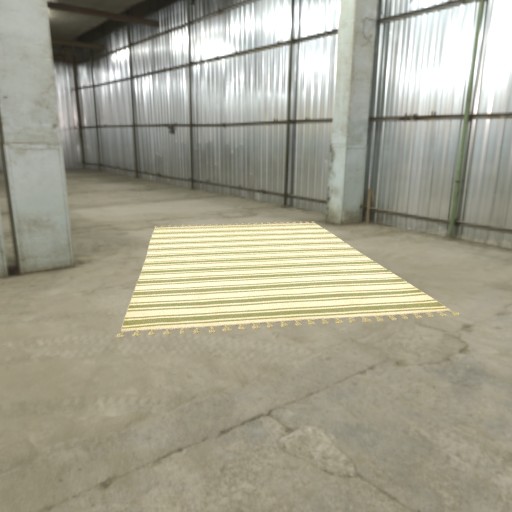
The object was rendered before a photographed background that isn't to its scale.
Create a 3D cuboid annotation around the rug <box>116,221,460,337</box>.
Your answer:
[{"bbox_3d":[0.000,0.000,3.087,1.540,0.018,2.435,-2,15,-9],"label":"rug"}]
